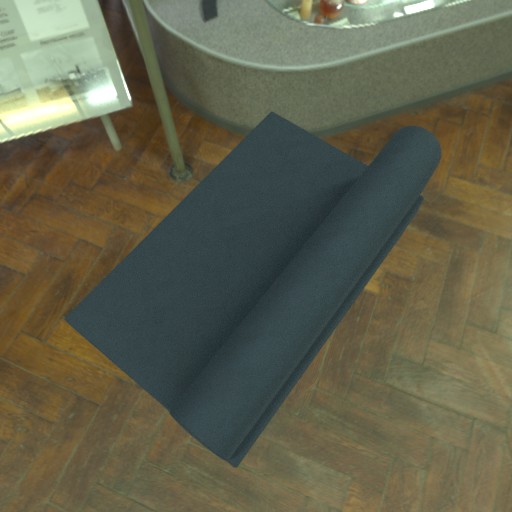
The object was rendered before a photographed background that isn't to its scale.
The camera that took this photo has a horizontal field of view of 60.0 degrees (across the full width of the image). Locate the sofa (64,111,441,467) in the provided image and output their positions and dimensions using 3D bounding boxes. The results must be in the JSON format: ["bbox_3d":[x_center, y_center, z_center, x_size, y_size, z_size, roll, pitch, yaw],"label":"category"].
[{"bbox_3d":[0.000,0.000,1.648,0.762,0.660,1.219,34,69,16],"label":"sofa"}]
